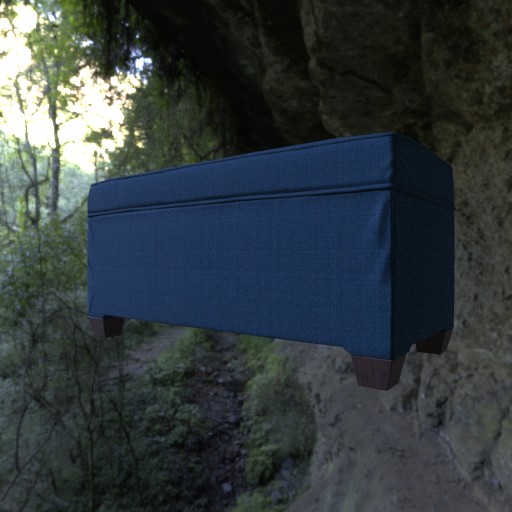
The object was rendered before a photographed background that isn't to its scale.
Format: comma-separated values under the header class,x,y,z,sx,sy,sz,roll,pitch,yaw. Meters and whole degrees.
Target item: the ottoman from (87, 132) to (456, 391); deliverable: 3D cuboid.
class,x,y,z,sx,sy,sz,roll,pitch,yaw
ottoman,0.000,0.000,1.210,0.943,0.474,0.474,0,0,37
